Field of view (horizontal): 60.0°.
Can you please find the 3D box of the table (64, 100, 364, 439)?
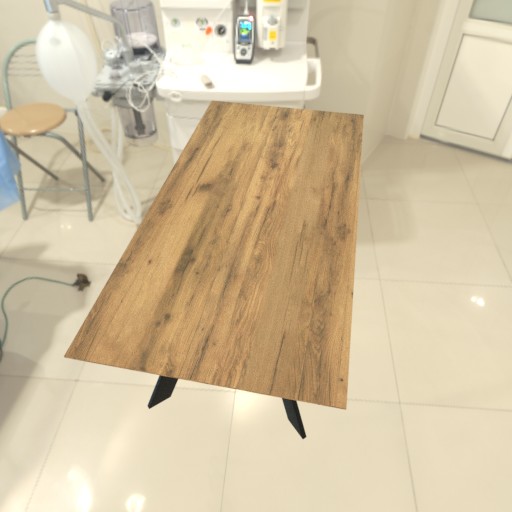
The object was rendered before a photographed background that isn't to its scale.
[{"bbox_3d":[0.000,0.000,2.474,1.000,0.770,2.000,8,46,8],"label":"table"}]
